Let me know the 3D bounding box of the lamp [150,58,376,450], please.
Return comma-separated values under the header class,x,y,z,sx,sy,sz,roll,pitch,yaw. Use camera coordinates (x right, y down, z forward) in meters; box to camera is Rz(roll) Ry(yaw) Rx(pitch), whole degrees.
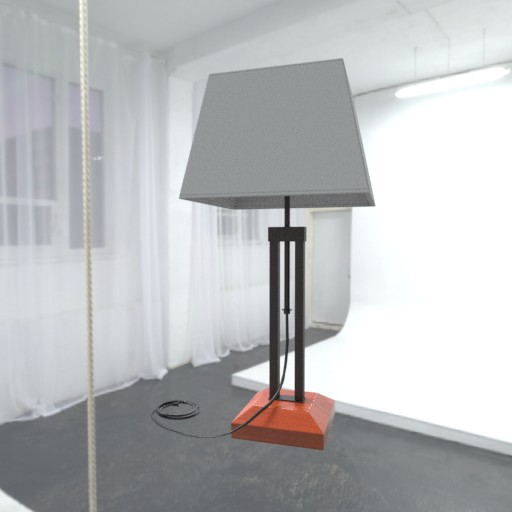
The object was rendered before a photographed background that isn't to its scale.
class,x,y,z,sx,sy,sz,roll,pitch,yaw
lamp,0.000,0.000,0.975,0.498,0.737,0.310,1,2,17
